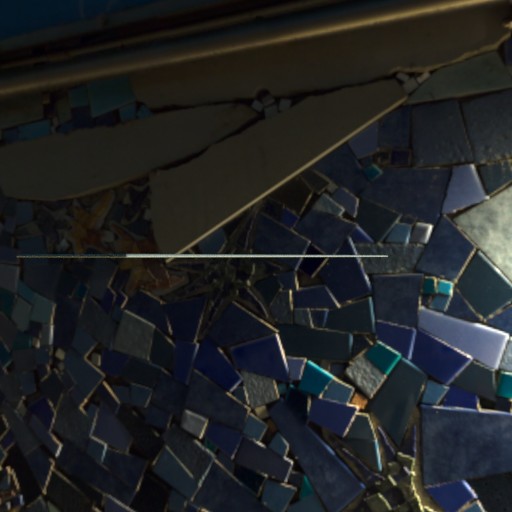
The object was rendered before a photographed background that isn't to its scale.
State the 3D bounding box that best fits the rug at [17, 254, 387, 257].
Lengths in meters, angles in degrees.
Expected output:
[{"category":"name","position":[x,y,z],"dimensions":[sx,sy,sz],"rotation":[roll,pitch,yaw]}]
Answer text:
[{"category":"rug","position":[0.000,0.000,2.381],"dimensions":[0.662,0.011,2.196],"rotation":[0,0,36]}]
